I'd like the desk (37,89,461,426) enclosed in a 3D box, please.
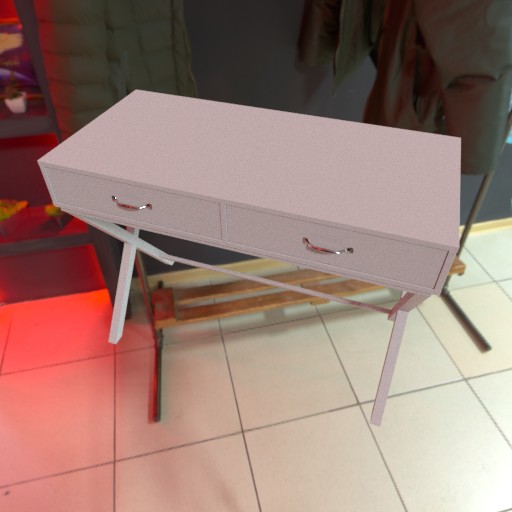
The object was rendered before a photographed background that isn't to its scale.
[{"bbox_3d":[0.000,0.000,1.474,1.057,0.780,0.525,13,44,14],"label":"desk"}]
